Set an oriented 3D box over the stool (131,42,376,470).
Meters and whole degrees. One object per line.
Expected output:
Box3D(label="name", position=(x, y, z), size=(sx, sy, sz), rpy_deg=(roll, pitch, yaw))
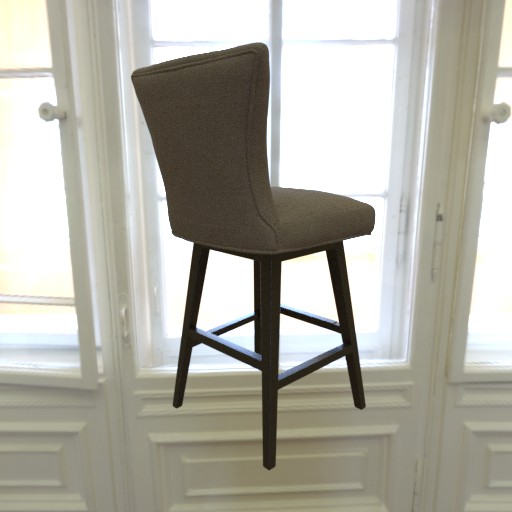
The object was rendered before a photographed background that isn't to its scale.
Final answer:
Box3D(label="stool", position=(0.000, 0.000, 1.377), size=(0.514, 1.086, 0.574), rpy_deg=(13, 19, 43))
